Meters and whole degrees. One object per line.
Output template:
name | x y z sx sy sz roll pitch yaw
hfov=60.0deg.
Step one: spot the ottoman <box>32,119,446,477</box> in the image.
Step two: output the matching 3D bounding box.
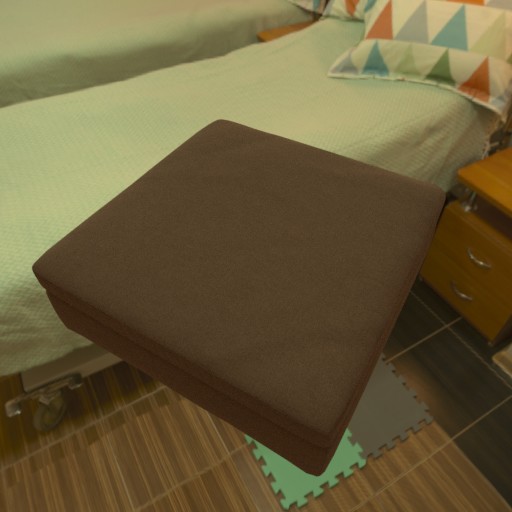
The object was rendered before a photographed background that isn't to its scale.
ottoman | 0.000 0.000 1.801 1.181 0.470 1.181 24 51 20
